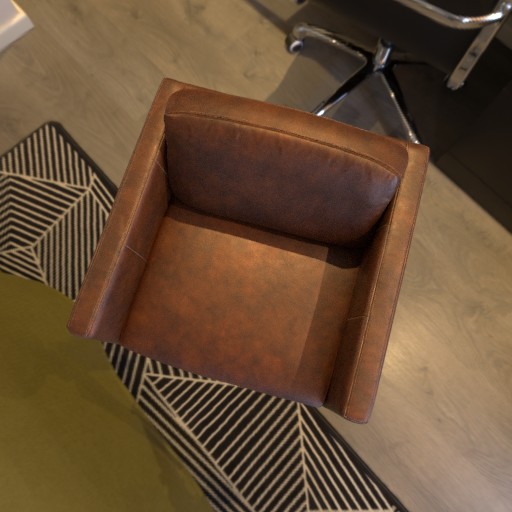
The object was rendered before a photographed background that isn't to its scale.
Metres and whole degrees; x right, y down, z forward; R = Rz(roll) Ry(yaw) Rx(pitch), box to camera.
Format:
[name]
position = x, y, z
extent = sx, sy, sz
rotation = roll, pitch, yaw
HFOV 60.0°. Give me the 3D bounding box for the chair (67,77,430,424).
[chair]
position = 0.000, 0.000, 1.718
extent = 0.990, 0.864, 0.975
rotation = 16, 77, 4
